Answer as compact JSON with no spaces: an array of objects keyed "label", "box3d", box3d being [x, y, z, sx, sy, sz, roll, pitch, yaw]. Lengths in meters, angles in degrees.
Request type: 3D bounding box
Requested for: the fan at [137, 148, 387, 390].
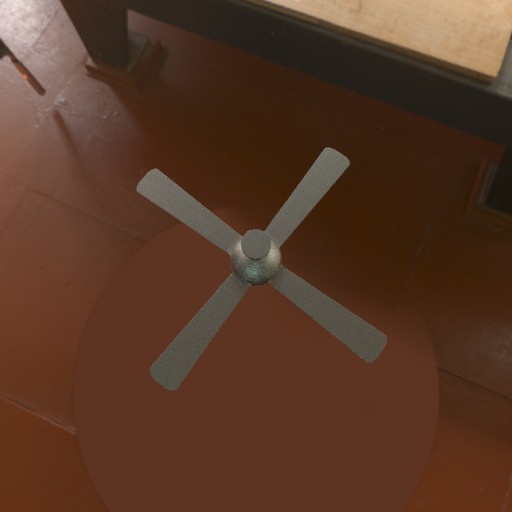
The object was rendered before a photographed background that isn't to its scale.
[{"label":"fan","box3d":[0.000,0.000,1.989,1.321,0.381,1.321,-31,77,-8]}]
